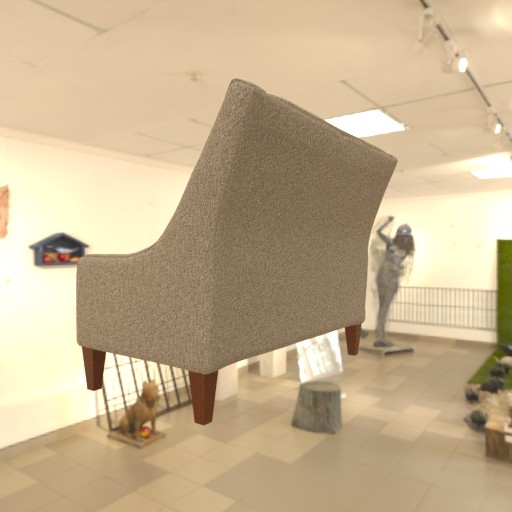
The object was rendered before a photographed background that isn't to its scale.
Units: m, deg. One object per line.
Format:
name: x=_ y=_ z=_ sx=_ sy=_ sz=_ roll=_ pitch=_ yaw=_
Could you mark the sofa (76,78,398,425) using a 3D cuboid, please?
sofa: x=0.000 y=0.000 z=1.955 sx=0.862 sy=1.026 sz=1.242 roll=0 pitch=1 yaw=36
